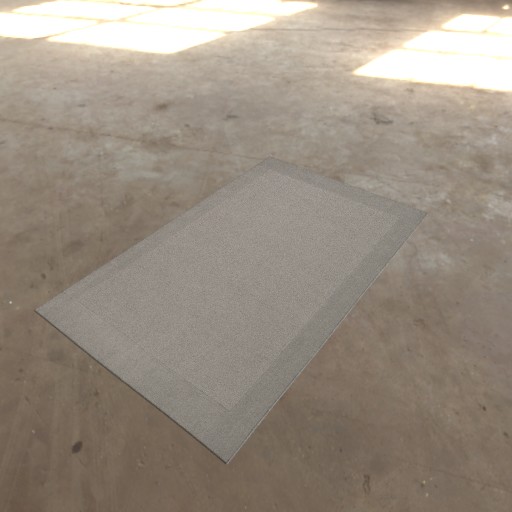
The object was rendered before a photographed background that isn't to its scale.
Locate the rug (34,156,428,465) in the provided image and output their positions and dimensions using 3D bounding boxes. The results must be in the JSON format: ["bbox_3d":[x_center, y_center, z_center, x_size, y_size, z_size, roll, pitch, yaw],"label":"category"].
[{"bbox_3d":[0.000,0.000,3.061,1.524,0.014,2.438,26,47,27],"label":"rug"}]
